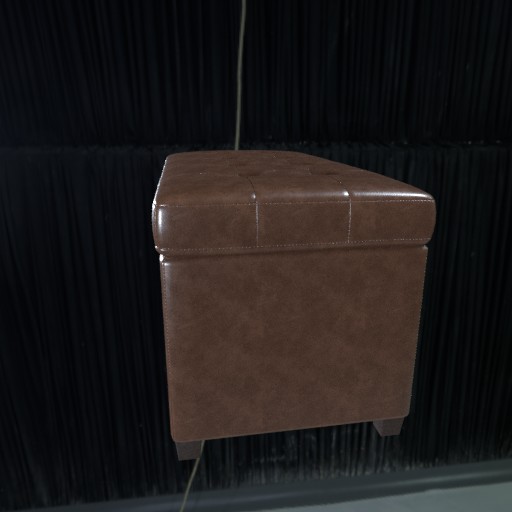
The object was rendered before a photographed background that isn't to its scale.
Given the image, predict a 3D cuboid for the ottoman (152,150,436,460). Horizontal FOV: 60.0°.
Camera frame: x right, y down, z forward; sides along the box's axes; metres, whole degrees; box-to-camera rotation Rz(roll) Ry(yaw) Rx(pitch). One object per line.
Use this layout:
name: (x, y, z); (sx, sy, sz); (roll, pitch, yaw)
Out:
ottoman: (0.000, 0.000, 1.088); (0.432, 0.470, 0.838); (-3, 17, -9)
